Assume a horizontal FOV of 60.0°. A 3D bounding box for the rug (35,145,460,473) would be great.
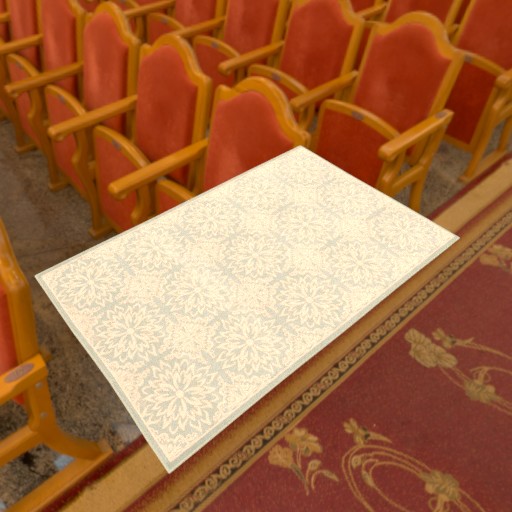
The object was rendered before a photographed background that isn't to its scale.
[{"bbox_3d":[0.000,0.000,2.283,1.840,0.012,1.219,-31,53,-27],"label":"rug"}]
